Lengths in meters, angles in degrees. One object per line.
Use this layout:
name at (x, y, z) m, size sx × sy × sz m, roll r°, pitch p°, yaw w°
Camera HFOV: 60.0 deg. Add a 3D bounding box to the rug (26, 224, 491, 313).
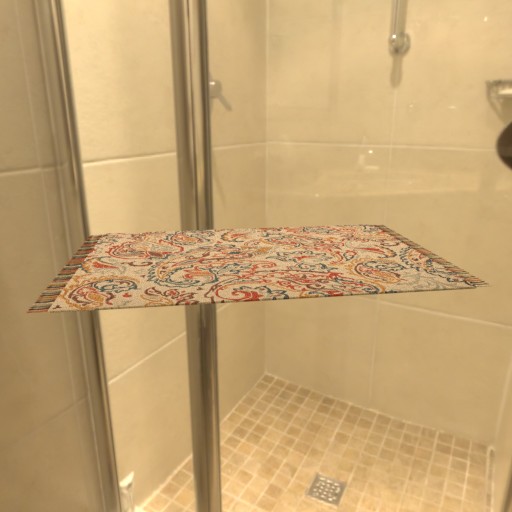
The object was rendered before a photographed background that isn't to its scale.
rug at (0.000, 0.000, 2.435) m, size 1.997 × 0.010 × 1.218 m, roll -2°, pitch 18°, yaw -8°
